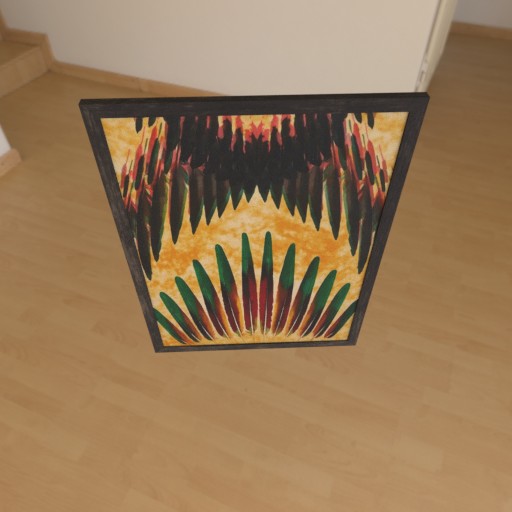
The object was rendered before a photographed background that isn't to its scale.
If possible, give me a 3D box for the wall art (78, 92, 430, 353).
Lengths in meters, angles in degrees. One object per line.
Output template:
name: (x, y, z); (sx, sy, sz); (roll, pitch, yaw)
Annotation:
wall art: (0.000, 0.000, 1.418); (0.812, 1.066, 0.029); (-2, 46, -2)
